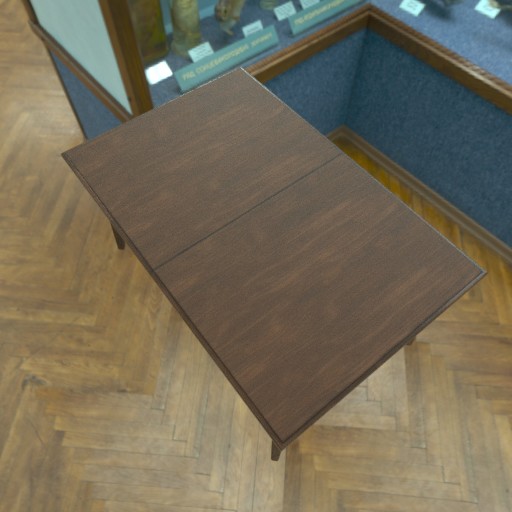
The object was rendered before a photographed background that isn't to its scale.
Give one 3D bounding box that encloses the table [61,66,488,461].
[{"bbox_3d":[0.000,0.000,2.109,0.990,0.761,1.524,-34,64,-19],"label":"table"}]
